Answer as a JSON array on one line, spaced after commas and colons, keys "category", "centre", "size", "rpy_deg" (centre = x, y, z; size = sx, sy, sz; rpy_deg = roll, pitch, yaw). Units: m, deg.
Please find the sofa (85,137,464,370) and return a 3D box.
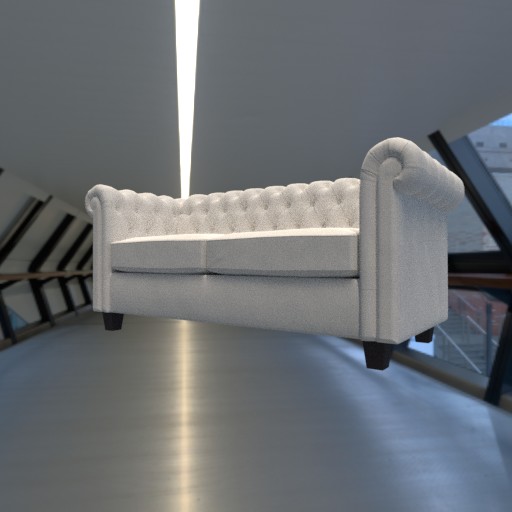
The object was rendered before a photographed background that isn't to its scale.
[{"category": "sofa", "centre": [0.000, 0.000, 2.227], "size": [1.798, 0.796, 0.771], "rpy_deg": [0, -1, 35]}]
